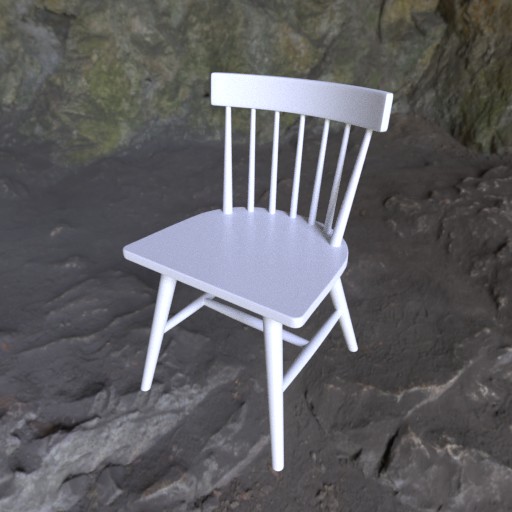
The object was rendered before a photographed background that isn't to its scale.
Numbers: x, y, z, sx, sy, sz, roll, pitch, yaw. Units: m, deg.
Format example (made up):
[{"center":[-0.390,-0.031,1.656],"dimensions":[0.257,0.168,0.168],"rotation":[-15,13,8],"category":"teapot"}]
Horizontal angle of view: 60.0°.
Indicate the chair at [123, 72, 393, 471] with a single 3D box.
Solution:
[{"center":[0.000,0.000,1.118],"dimensions":[0.483,0.787,0.500],"rotation":[19,36,28],"category":"chair"}]
